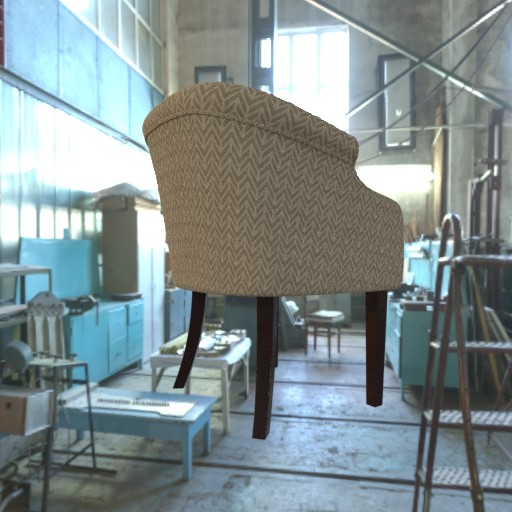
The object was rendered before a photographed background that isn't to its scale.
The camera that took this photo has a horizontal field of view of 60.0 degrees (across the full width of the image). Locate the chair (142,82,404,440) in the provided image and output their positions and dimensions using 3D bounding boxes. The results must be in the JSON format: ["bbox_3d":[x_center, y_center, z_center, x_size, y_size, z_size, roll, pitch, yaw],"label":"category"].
[{"bbox_3d":[0.000,0.000,1.330,0.613,0.858,0.686,-1,2,-35],"label":"chair"}]
